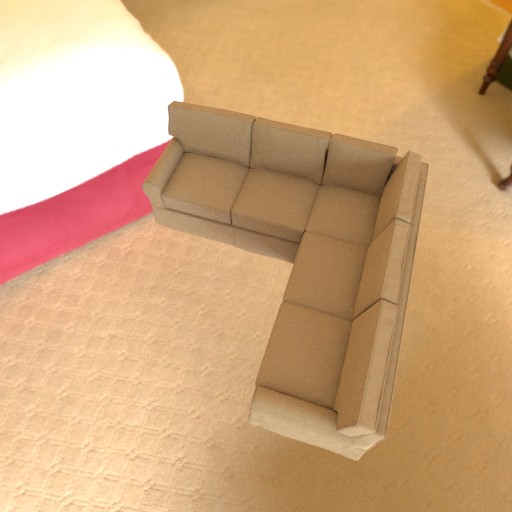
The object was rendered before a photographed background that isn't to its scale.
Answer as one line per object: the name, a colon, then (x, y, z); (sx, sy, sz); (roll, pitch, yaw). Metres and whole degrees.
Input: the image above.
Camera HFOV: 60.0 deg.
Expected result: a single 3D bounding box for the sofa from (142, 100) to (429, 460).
sofa: (0.000, 0.000, 4.169); (2.730, 1.124, 2.733); (15, 59, 9)
